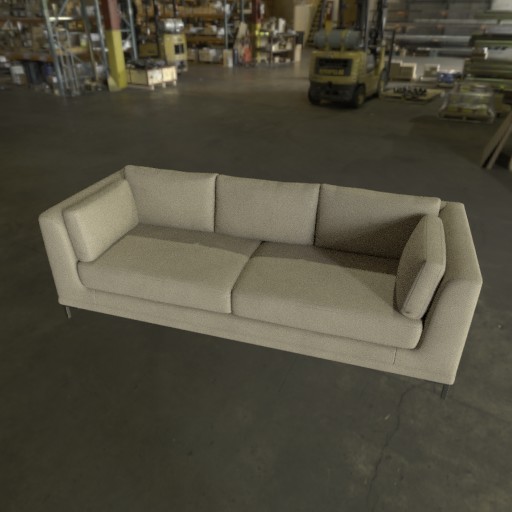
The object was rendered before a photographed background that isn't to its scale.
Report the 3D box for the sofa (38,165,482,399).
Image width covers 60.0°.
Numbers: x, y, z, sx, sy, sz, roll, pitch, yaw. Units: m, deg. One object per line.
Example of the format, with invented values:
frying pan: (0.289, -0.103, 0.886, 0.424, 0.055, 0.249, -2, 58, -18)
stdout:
sofa: (0.000, 0.000, 2.823, 2.415, 0.867, 0.969, 9, 30, 15)
